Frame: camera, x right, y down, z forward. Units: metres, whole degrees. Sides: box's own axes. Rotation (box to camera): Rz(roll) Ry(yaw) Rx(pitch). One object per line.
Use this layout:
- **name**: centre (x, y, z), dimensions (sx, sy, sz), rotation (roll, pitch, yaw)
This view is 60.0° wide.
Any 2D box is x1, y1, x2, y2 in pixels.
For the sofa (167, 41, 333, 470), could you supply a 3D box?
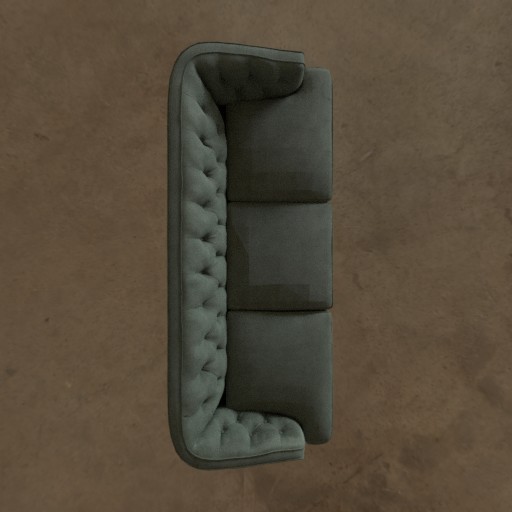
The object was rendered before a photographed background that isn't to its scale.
- **sofa**: centre (0.000, 0.000, 2.696), dimensions (0.941, 0.855, 2.278), rotation (0, 90, -1)
